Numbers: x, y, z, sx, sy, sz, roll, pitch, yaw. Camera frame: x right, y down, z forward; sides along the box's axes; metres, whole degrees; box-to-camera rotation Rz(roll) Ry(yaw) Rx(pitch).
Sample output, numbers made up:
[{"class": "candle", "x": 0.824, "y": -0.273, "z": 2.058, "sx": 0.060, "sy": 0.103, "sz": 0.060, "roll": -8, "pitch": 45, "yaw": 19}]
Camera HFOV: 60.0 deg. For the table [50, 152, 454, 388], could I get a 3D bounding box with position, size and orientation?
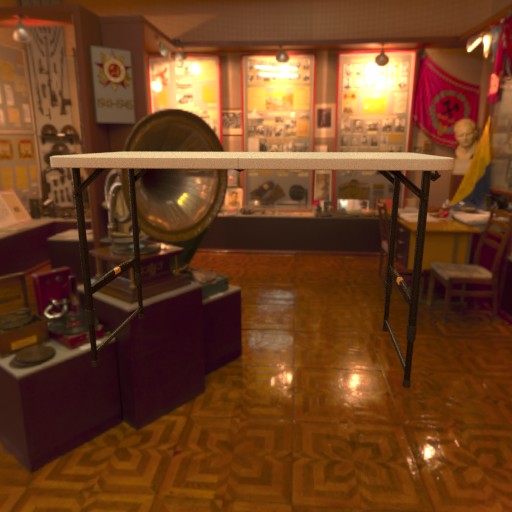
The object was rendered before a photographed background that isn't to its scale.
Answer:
[{"class": "table", "x": 0.000, "y": 0.000, "z": 1.645, "sx": 1.245, "sy": 0.737, "sz": 0.611, "roll": 2, "pitch": 15, "yaw": 7}]
